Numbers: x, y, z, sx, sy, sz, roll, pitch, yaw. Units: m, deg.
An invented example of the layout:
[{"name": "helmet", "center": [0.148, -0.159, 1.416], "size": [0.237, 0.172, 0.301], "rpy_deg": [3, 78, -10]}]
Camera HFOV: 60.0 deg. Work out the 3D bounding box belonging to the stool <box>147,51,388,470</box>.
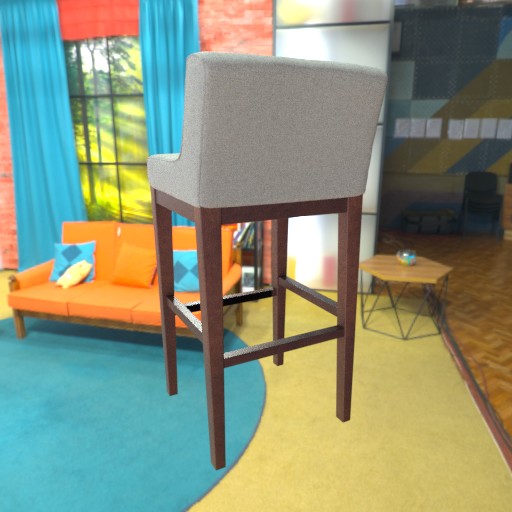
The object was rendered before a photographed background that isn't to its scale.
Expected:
[{"name": "stool", "center": [0.000, 0.000, 1.323], "size": [0.511, 1.037, 0.500], "rpy_deg": [-8, 17, -27]}]
